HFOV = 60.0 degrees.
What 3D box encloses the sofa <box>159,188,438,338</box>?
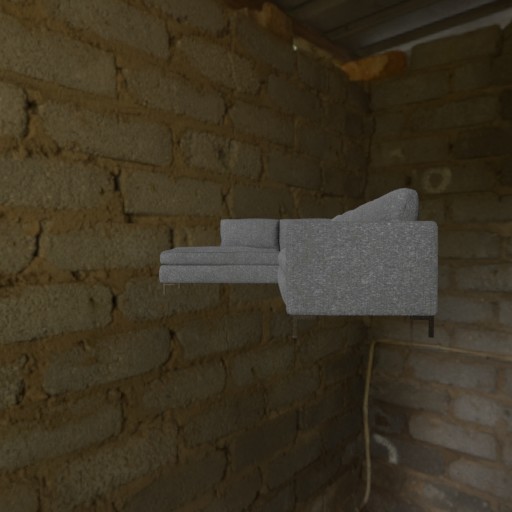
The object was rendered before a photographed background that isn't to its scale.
[{"bbox_3d":[0.000,0.000,3.796,2.007,0.815,2.949,0,1,2],"label":"sofa"}]
